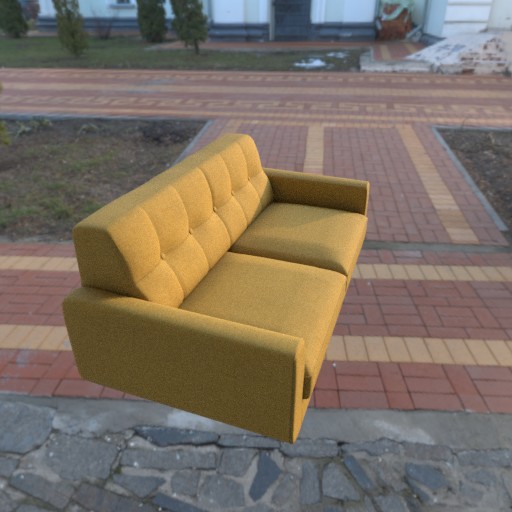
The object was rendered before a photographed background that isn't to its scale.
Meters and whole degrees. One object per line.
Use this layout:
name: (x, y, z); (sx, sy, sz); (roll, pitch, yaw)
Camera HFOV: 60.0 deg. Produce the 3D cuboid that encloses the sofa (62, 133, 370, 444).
sofa: (0.000, 0.000, 2.179); (0.909, 0.841, 1.631); (10, 31, 17)
